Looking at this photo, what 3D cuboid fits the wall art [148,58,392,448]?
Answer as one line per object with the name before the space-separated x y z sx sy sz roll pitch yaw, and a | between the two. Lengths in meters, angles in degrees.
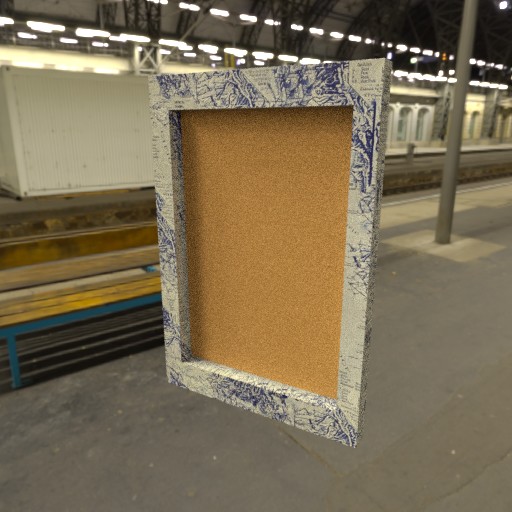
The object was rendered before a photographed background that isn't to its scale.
wall art | 0.000 0.000 0.481 0.255 0.376 0.025 9 18 28
